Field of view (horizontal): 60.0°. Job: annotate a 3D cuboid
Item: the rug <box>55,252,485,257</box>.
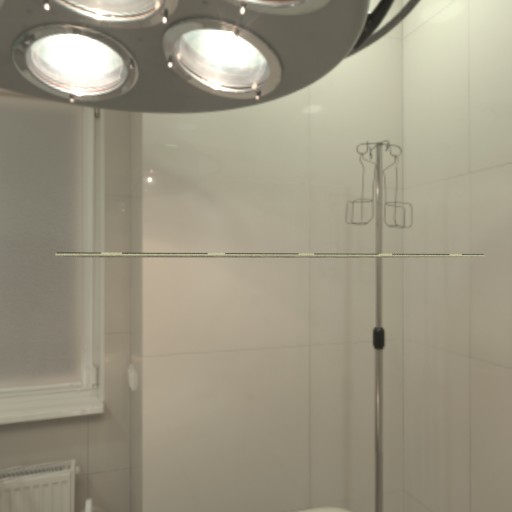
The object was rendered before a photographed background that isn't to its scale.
[{"bbox_3d":[0.000,0.000,2.947,2.286,0.016,1.555,0,0,-18],"label":"rug"}]
